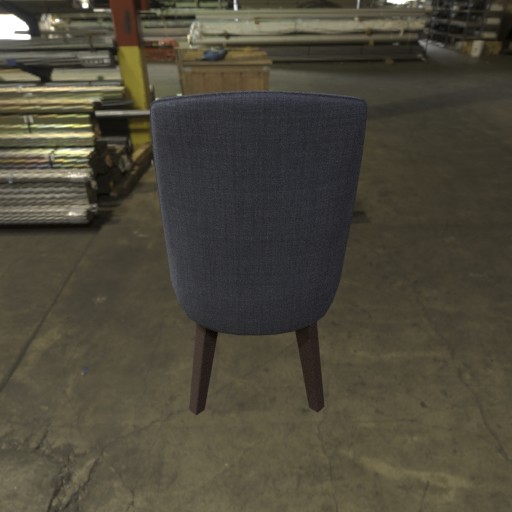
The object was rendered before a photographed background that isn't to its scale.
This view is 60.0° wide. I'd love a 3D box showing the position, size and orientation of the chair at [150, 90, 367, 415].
[{"bbox_3d":[0.000,0.000,1.331,0.510,1.050,0.577,-1,31,-1],"label":"chair"}]
